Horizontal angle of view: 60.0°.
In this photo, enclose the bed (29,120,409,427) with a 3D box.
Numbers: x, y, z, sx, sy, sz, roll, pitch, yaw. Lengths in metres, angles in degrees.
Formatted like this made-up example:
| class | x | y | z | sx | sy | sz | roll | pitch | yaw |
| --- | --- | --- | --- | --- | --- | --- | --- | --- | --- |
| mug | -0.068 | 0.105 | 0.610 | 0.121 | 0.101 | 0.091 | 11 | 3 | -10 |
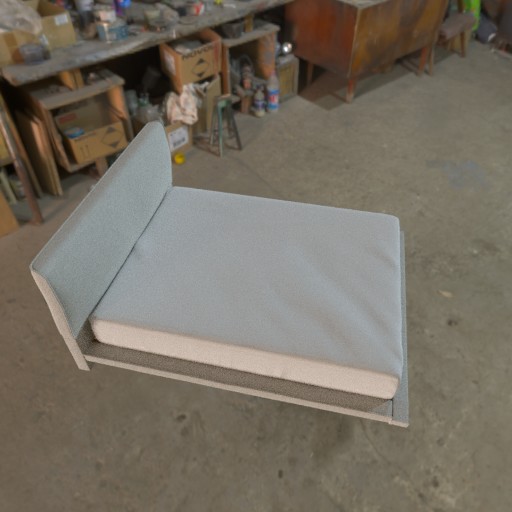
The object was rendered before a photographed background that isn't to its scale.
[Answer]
| class | x | y | z | sx | sy | sz | roll | pitch | yaw |
| --- | --- | --- | --- | --- | --- | --- | --- | --- | --- |
| bed | 0.000 | 0.000 | 3.545 | 2.498 | 1.126 | 1.980 | 9 | 45 | 9 |
